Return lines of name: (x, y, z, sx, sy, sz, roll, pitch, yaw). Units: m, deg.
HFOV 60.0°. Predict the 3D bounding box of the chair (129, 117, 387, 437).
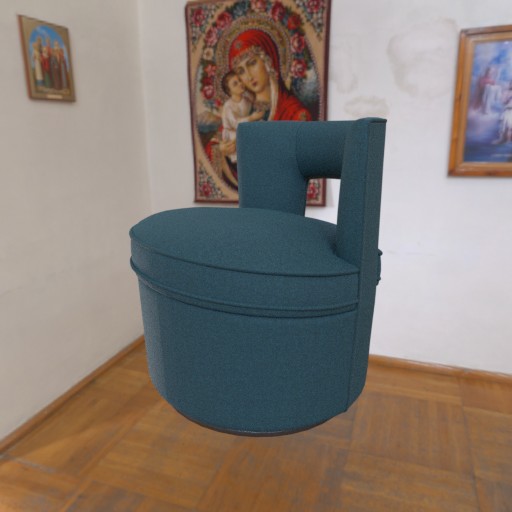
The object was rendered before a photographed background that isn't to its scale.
chair: (0.000, 0.000, 1.201, 0.660, 0.711, 0.684, -8, 18, -25)
